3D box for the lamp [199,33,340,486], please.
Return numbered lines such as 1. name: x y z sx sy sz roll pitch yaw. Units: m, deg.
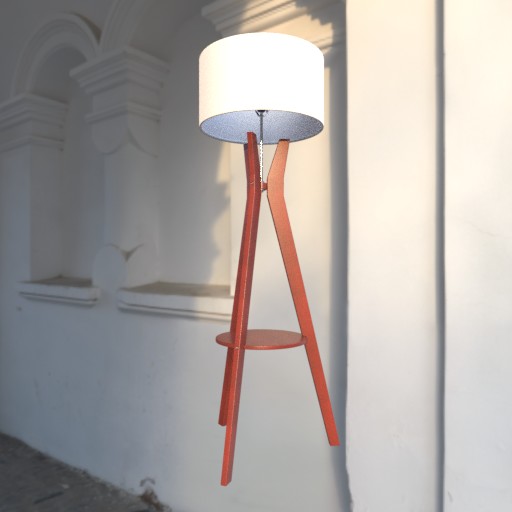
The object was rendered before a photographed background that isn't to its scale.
1. lamp: 0.000 0.000 1.725 0.539 1.472 0.542 0 0 -36
